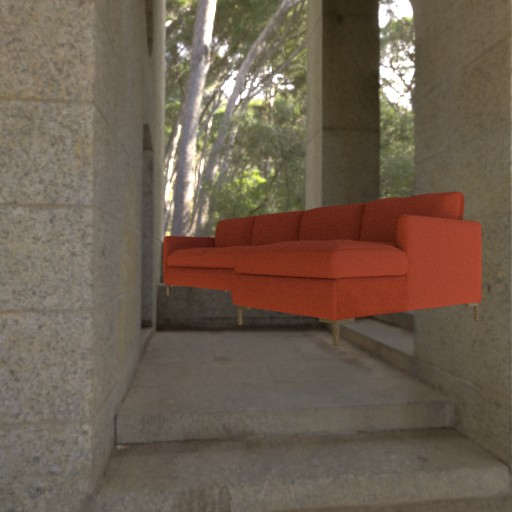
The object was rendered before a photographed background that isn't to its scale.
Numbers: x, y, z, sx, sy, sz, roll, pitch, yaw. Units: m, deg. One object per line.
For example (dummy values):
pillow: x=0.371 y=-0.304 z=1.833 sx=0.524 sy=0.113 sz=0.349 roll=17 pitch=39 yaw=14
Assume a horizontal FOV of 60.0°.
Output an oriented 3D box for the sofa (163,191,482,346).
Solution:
sofa: x=0.000 y=0.000 z=3.475 sx=1.350 sy=0.810 sz=2.932 roll=0 pitch=0 yaw=-37
